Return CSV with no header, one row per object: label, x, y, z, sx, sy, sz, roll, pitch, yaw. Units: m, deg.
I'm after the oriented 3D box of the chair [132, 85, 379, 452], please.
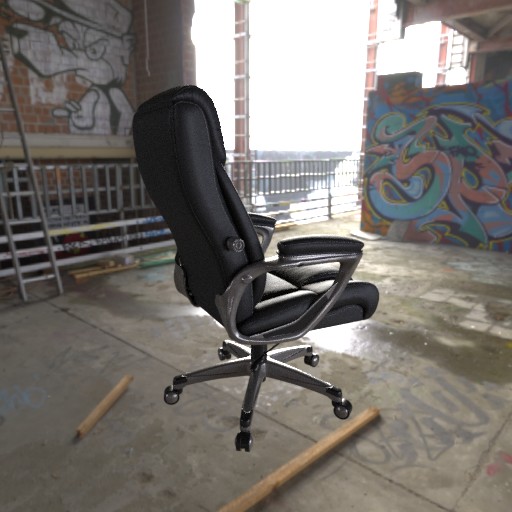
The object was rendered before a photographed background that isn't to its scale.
chair,0.000,0.000,1.699,0.784,1.167,0.741,-7,15,-27
